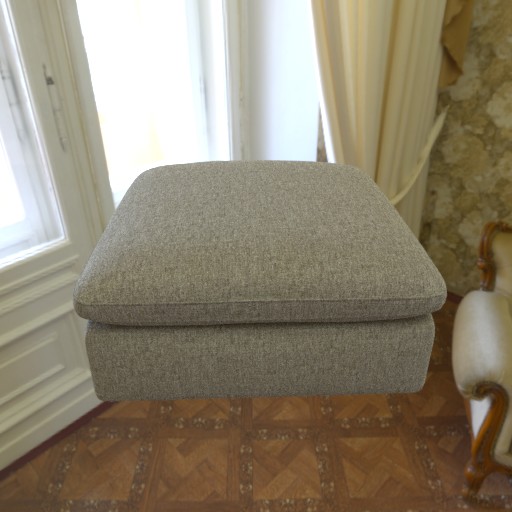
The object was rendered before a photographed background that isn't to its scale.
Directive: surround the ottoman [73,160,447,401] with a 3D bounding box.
[{"bbox_3d":[0.000,0.000,1.672,1.039,0.526,1.035,-1,30,-2],"label":"ottoman"}]
